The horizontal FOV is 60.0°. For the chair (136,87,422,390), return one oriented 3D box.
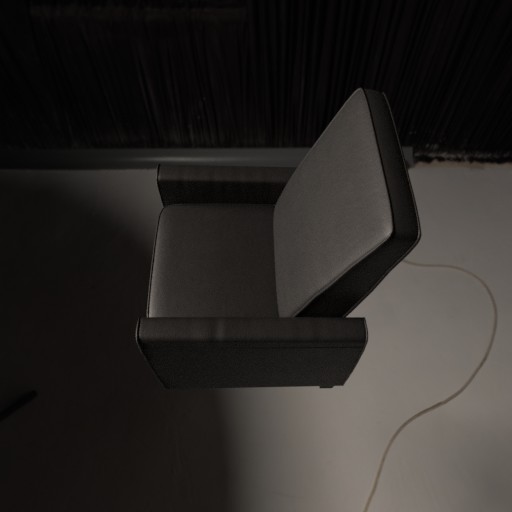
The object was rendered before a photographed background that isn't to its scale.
[{"bbox_3d":[0.000,0.000,1.534,0.746,1.013,0.705,-1,59,-1],"label":"chair"}]
